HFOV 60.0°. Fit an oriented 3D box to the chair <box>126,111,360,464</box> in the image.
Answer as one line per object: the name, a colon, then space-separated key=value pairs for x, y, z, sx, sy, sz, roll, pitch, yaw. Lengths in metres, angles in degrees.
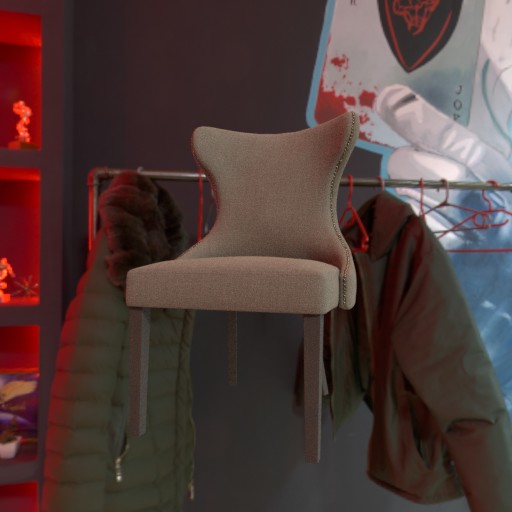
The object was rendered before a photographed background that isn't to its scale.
chair: x=0.000 y=0.000 z=1.403 sx=0.628 sy=0.967 sz=0.635 roll=0 pitch=0 yaw=19
